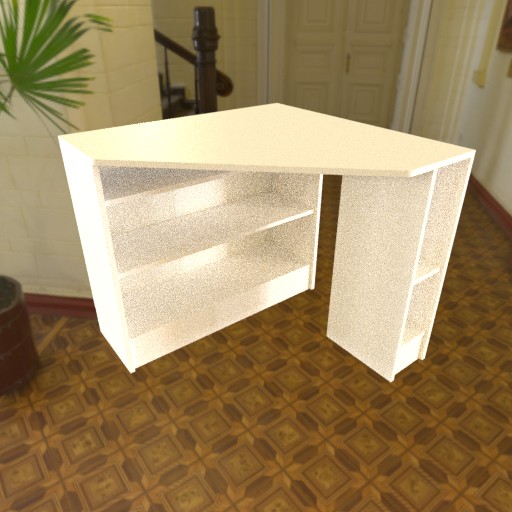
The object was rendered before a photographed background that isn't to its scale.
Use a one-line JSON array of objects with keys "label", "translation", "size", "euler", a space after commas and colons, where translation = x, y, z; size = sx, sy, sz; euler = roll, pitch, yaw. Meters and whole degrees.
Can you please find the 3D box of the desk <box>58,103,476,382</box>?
[{"label": "desk", "translation": [0.000, 0.000, 1.592], "size": [0.940, 0.818, 0.926], "euler": [-21, 35, -32]}]
